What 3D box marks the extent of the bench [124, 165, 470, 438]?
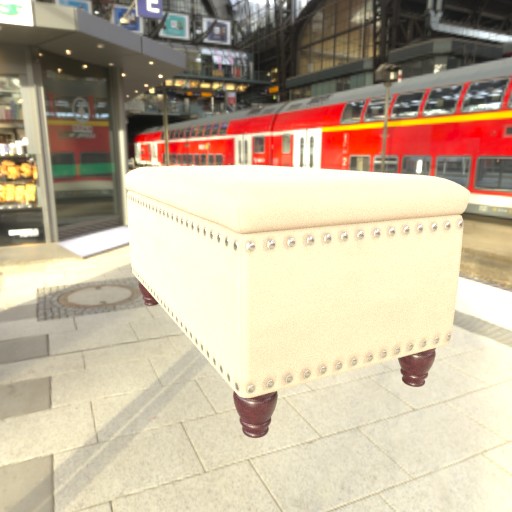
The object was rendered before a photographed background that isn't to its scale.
[{"bbox_3d":[0.000,0.000,1.180,0.500,0.449,0.887,-7,15,-26],"label":"bench"}]
